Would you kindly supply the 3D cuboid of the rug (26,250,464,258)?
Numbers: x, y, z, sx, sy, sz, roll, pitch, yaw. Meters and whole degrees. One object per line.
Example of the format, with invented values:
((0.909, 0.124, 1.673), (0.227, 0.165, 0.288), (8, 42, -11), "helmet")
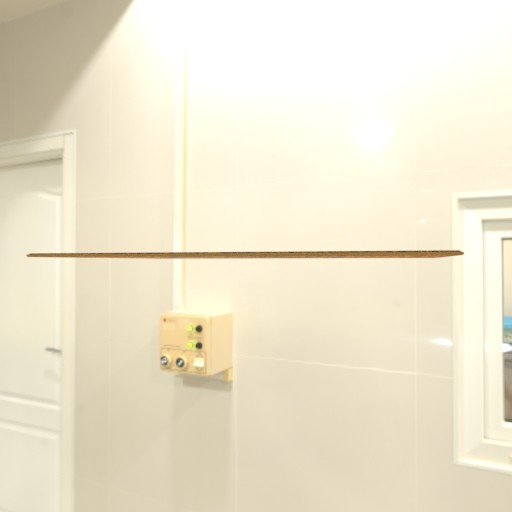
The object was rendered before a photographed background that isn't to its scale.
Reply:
((0.000, 0.000, 1.087), (0.863, 0.008, 0.557), (0, -1, 18), "rug")
